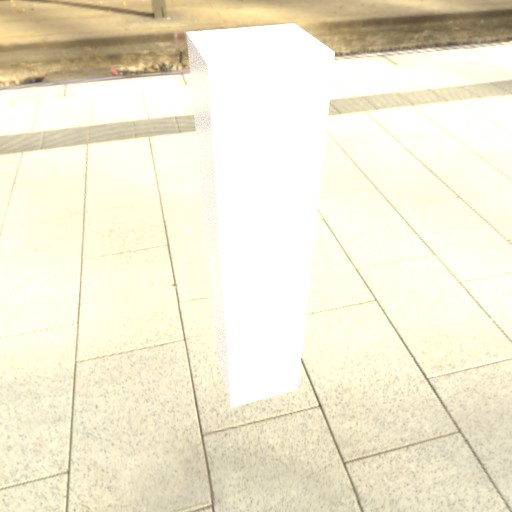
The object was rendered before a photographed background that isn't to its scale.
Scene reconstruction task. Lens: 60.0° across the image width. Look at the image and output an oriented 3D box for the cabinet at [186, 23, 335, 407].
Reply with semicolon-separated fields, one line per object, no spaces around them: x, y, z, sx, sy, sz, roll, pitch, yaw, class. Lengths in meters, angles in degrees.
0.000;0.000;1.551;0.300;1.400;0.269;-11;42;-13;cabinet
